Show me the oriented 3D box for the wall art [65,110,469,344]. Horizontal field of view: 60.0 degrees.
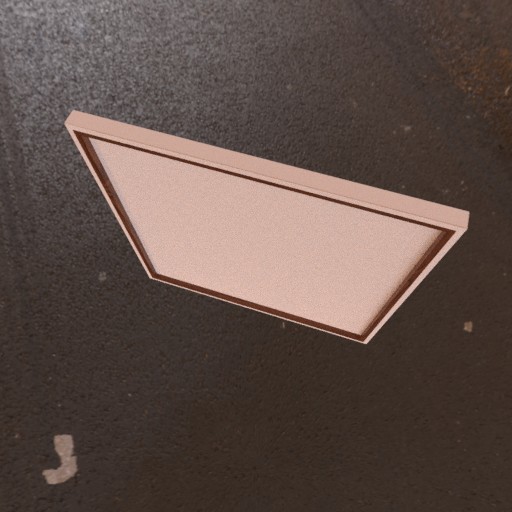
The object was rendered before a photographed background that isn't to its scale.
[{"bbox_3d":[0.000,0.000,1.522,1.009,1.009,0.049,16,65,8],"label":"wall art"}]
